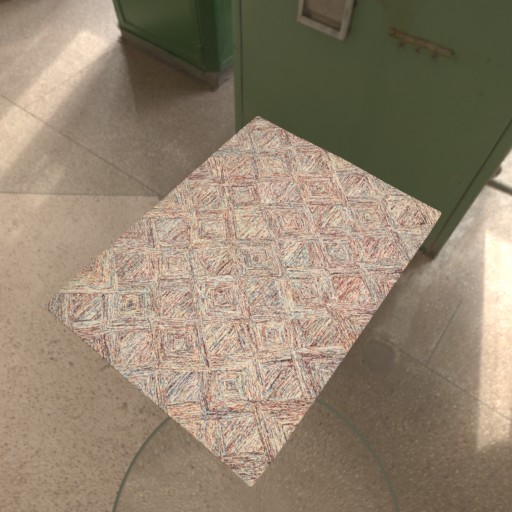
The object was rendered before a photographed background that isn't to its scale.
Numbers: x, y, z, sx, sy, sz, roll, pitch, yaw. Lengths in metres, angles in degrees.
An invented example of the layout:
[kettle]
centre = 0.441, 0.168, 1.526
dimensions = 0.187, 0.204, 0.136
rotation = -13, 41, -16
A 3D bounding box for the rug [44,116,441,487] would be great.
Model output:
[rug]
centre = 0.000, 0.000, 4.320
dimensions = 2.436, 0.024, 3.226
rotation = 33, 64, 19
